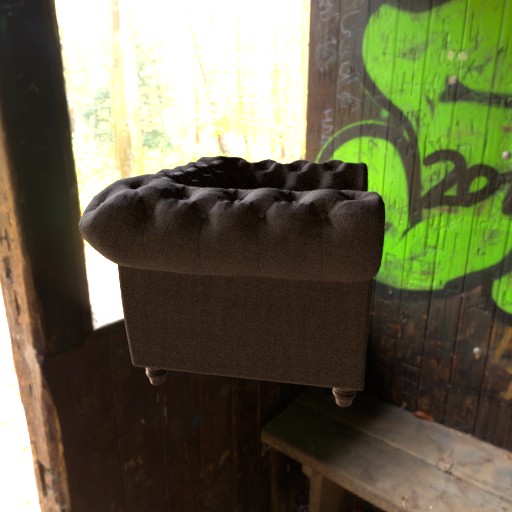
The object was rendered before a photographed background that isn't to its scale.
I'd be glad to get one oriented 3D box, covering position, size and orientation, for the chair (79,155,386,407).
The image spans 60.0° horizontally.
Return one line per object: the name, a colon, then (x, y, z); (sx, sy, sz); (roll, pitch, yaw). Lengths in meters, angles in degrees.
chair: (0.000, 0.000, 1.911); (0.945, 0.780, 1.298); (3, 17, 11)
